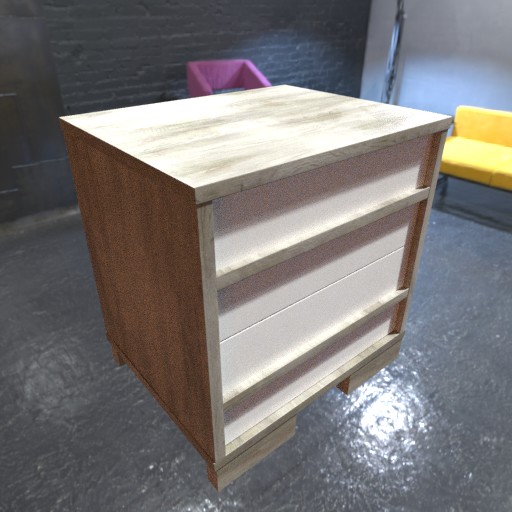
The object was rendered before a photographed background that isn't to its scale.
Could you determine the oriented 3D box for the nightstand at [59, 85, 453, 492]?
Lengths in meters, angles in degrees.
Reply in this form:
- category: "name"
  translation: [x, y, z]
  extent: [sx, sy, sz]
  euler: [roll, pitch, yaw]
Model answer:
- category: "nightstand"
  translation: [0.000, 0.000, 0.729]
  extent: [0.427, 0.448, 0.347]
  euler: [-22, 37, -33]
